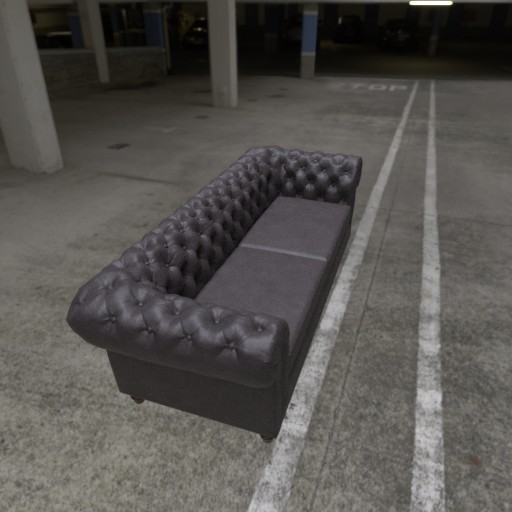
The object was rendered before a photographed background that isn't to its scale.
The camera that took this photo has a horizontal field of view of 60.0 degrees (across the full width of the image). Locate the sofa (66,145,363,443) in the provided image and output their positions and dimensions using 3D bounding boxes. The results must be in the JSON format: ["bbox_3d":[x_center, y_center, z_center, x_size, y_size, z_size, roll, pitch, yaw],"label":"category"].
[{"bbox_3d":[0.000,0.000,2.775,0.944,0.783,2.385,10,32,17],"label":"sofa"}]
